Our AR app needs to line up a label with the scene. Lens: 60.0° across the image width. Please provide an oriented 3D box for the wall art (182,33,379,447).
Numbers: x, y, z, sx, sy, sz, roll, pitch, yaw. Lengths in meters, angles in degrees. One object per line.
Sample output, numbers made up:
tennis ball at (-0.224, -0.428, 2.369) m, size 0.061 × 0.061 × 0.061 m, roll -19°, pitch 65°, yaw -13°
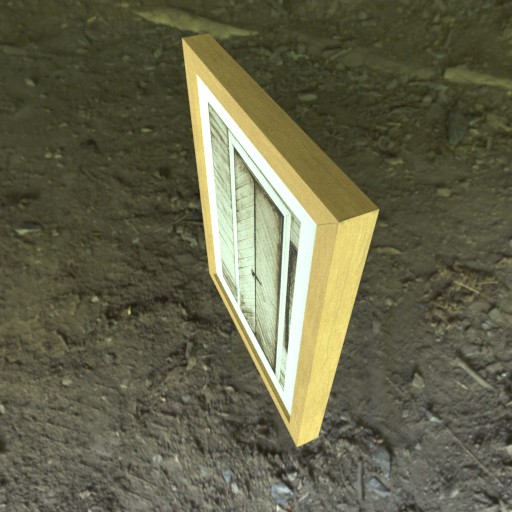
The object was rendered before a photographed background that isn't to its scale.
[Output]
wall art at (0.000, 0.000, 0.512) m, size 0.030 × 0.380 × 0.312 m, roll -18°, pitch 50°, yaw -16°
